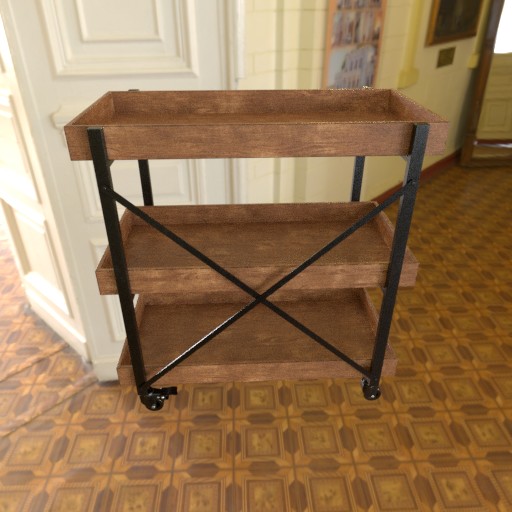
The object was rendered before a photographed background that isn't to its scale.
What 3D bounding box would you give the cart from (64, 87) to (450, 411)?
[{"bbox_3d":[0.000,0.000,1.211,0.750,0.800,0.411,-1,31,-2],"label":"cart"}]
